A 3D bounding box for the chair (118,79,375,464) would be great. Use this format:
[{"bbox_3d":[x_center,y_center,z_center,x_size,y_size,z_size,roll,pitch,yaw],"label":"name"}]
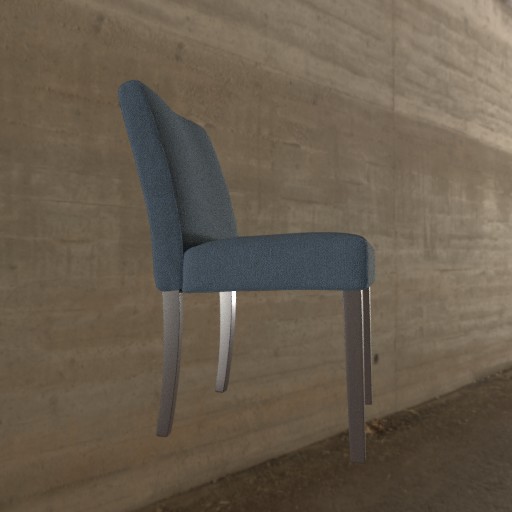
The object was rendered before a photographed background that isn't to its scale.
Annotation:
[{"bbox_3d":[0.000,0.000,1.226,0.629,0.882,0.487,0,-1,17],"label":"chair"}]
